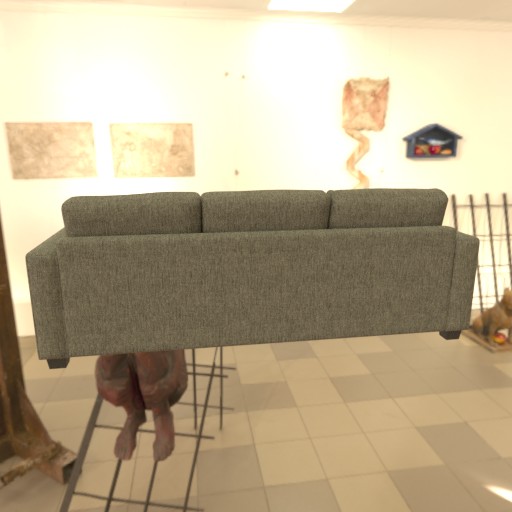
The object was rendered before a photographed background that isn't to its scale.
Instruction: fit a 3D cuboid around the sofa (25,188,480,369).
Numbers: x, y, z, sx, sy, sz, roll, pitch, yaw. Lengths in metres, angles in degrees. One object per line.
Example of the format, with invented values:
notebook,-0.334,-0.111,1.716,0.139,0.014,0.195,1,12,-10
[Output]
sofa,0.000,0.000,2.514,2.160,0.800,0.900,-2,14,-9
